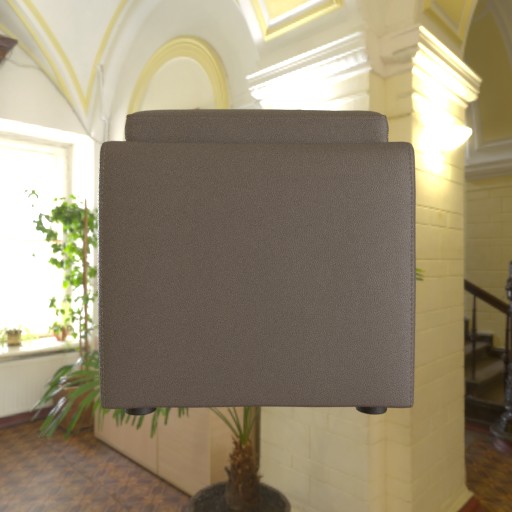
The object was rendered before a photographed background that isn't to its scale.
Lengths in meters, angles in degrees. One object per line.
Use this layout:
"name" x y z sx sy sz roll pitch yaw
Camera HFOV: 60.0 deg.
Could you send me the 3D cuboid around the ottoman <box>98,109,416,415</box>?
"ottoman" 0.000 0.000 0.826 0.451 0.460 0.450 0 -1 -1
